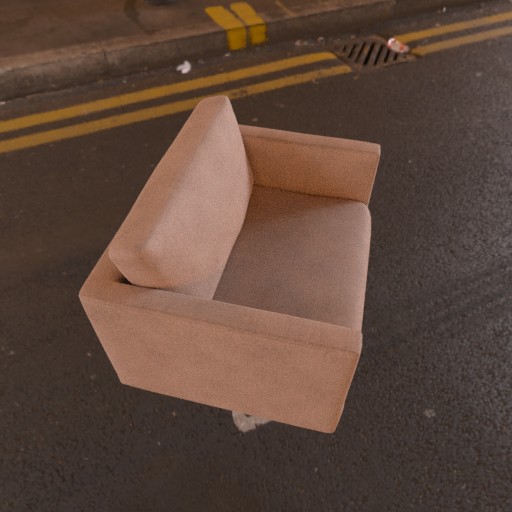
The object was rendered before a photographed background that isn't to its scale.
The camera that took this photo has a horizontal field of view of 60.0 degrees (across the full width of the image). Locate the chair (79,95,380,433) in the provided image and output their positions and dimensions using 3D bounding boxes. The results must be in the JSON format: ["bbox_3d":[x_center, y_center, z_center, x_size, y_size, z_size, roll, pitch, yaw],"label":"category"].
[{"bbox_3d":[0.000,0.000,1.923,0.959,0.961,1.133,10,49,9],"label":"chair"}]
